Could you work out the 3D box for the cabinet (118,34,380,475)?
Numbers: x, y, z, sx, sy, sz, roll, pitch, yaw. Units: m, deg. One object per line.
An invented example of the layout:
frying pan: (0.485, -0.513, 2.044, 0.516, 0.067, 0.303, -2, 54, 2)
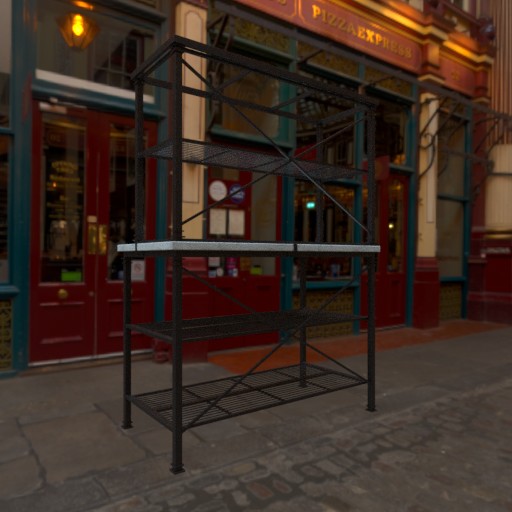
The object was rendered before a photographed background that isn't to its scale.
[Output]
cabinet: (0.000, 0.000, 2.244, 1.210, 1.659, 0.610, 0, 0, -36)
